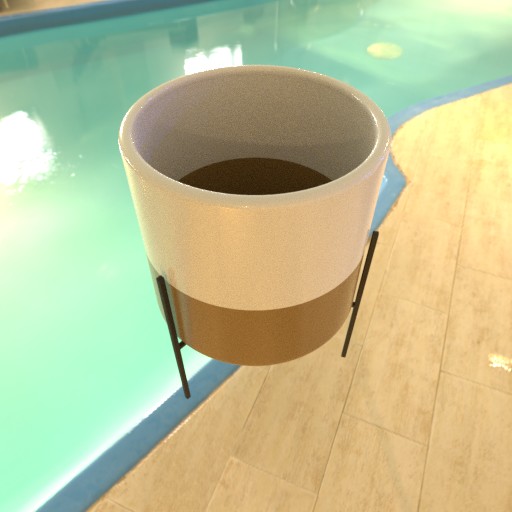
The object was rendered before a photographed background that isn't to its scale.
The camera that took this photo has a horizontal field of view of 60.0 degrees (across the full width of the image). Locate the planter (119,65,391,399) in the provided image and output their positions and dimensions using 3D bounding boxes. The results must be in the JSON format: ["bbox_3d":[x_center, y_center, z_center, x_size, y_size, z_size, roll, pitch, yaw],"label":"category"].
[{"bbox_3d":[0.000,0.000,0.646,0.310,0.432,0.310,22,50,20],"label":"planter"}]
